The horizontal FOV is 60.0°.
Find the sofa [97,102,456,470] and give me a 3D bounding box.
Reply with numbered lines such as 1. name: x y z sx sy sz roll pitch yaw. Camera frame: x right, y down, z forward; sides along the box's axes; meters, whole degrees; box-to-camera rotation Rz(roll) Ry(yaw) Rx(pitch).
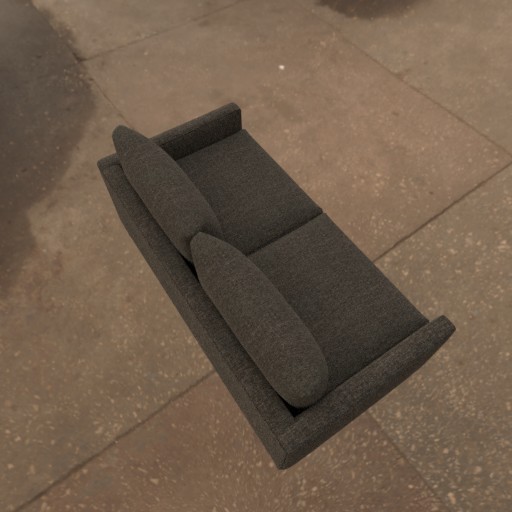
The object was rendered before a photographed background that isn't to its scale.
1. sofa: 0.000 0.000 2.194 0.866 0.862 1.716 -30 62 -18
